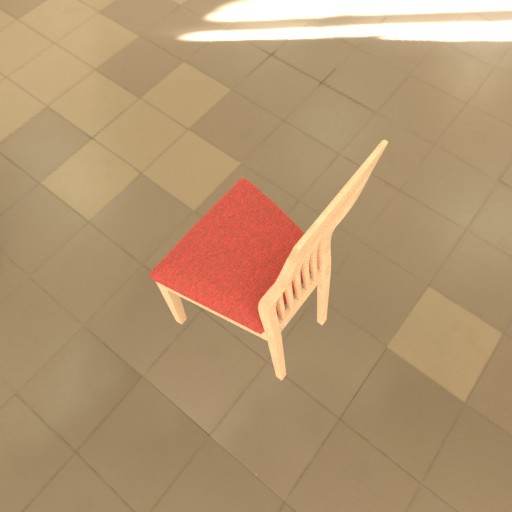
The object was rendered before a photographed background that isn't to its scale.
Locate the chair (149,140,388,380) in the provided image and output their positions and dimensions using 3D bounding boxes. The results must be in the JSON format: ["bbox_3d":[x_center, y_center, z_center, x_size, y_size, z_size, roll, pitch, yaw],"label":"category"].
[{"bbox_3d":[0.000,0.000,1.299,0.474,1.027,0.460,35,69,16],"label":"chair"}]
